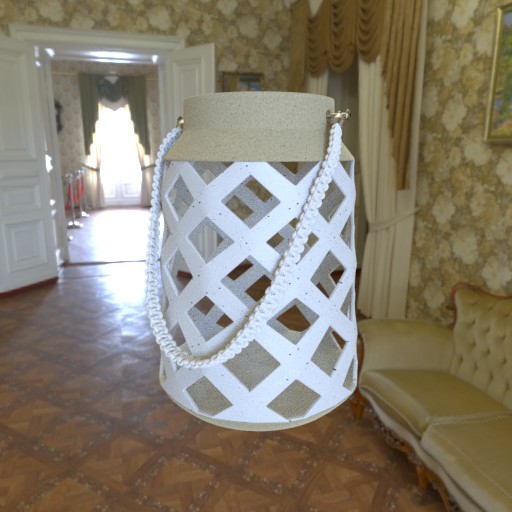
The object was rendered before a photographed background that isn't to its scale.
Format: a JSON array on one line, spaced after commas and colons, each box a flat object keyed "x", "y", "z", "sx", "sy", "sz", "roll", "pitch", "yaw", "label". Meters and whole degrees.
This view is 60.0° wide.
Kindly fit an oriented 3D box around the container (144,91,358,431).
[{"x": 0.000, "y": 0.000, "z": 0.344, "sx": 0.163, "sy": 0.229, "sz": 0.172, "roll": 7, "pitch": 15, "yaw": 26, "label": "container"}]
